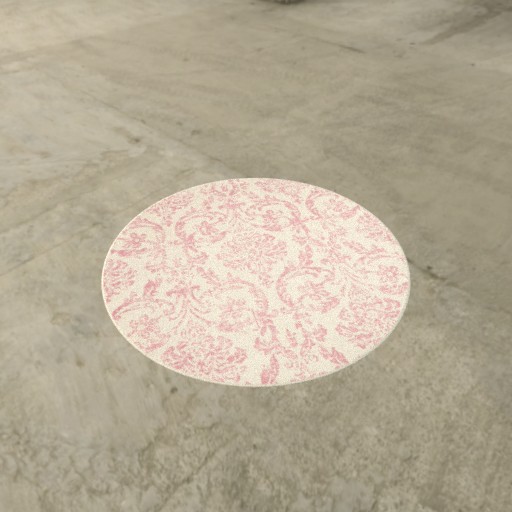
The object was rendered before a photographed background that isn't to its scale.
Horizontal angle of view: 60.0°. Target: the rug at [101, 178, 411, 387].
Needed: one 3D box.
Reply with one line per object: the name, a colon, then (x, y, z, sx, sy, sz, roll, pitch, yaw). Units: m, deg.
rug: (0.000, 0.000, 2.361, 1.593, 0.012, 1.593, 0, 41, 0)
